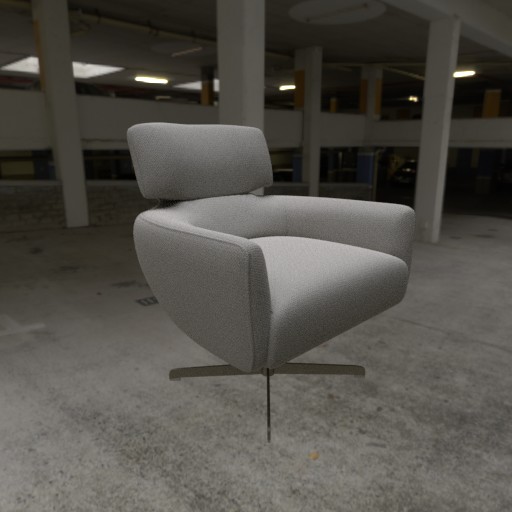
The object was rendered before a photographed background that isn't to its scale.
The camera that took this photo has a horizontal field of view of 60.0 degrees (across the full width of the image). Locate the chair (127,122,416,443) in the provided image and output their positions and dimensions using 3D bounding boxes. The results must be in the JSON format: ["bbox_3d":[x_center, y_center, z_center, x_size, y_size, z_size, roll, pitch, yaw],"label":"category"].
[{"bbox_3d":[0.000,0.000,1.388,0.730,0.810,0.760,14,20,43],"label":"chair"}]
